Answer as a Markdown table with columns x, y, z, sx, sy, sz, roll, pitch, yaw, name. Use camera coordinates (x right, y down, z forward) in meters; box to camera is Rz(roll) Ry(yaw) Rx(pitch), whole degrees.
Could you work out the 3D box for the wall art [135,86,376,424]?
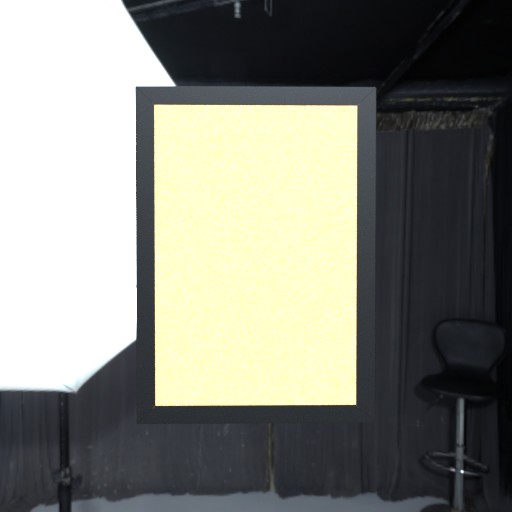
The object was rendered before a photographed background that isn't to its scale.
| x | y | z | sx | sy | sz | roll | pitch | yaw | name |
| --- | --- | --- | --- | --- | --- | --- | --- | --- | --- |
| 0.000 | 0.000 | 0.609 | 0.326 | 0.459 | 0.011 | 0 | 1 | -1 | wall art |
